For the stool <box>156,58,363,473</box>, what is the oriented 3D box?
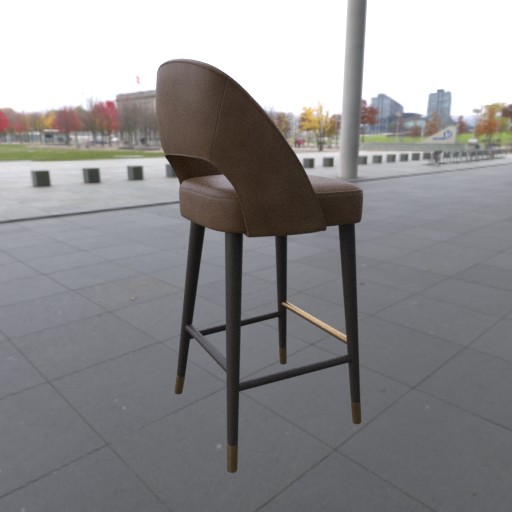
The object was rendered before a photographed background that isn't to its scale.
[{"bbox_3d":[0.000,0.000,1.316,0.509,1.037,0.494,-8,17,-28],"label":"stool"}]
